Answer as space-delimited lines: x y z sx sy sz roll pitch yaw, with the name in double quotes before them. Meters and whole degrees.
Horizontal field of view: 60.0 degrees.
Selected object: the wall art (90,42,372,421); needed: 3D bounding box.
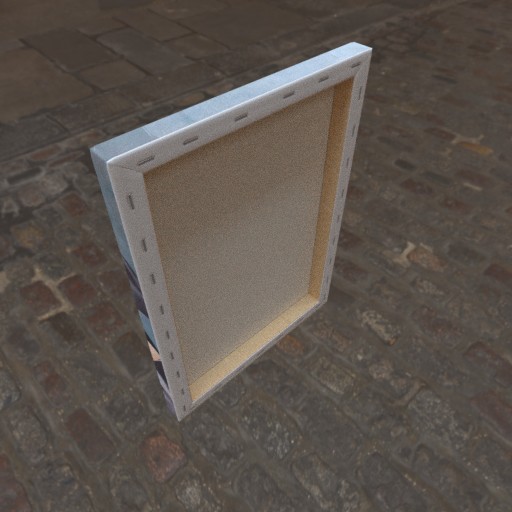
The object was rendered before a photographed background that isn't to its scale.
"wall art" 0.000 0.000 0.790 0.455 0.613 0.037 -33 54 -29
